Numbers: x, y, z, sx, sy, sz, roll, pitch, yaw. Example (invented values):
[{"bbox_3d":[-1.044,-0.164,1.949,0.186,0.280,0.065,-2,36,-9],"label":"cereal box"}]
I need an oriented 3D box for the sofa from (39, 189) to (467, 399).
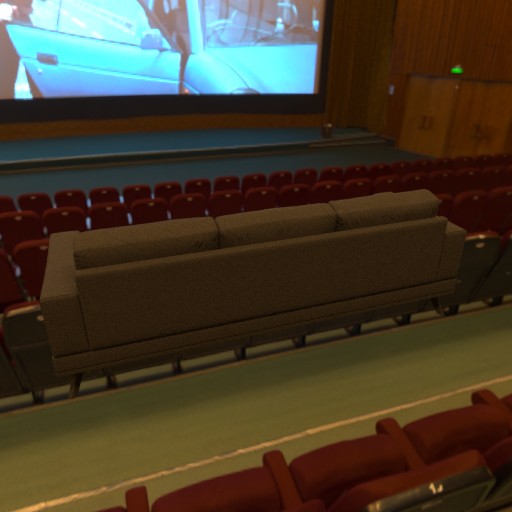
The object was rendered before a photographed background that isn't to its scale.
[{"bbox_3d":[0.000,0.000,2.691,2.310,0.810,0.920,-9,28,-17],"label":"sofa"}]
